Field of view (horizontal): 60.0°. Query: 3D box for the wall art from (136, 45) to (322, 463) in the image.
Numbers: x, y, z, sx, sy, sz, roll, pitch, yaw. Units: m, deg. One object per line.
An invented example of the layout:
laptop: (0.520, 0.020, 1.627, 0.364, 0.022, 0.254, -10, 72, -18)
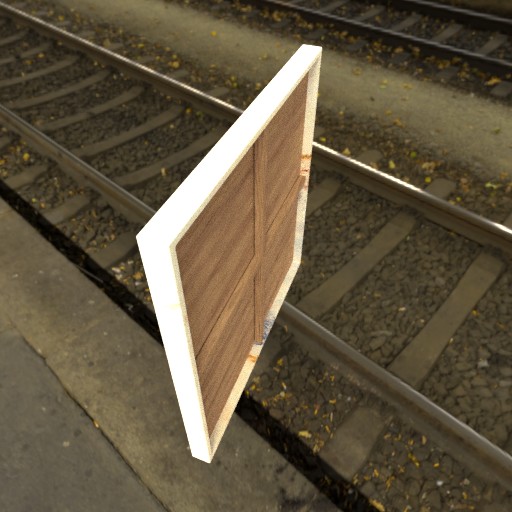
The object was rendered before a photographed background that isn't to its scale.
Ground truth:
wall art: (0.000, 0.000, 1.550, 0.071, 1.061, 1.061, 16, 47, 15)
